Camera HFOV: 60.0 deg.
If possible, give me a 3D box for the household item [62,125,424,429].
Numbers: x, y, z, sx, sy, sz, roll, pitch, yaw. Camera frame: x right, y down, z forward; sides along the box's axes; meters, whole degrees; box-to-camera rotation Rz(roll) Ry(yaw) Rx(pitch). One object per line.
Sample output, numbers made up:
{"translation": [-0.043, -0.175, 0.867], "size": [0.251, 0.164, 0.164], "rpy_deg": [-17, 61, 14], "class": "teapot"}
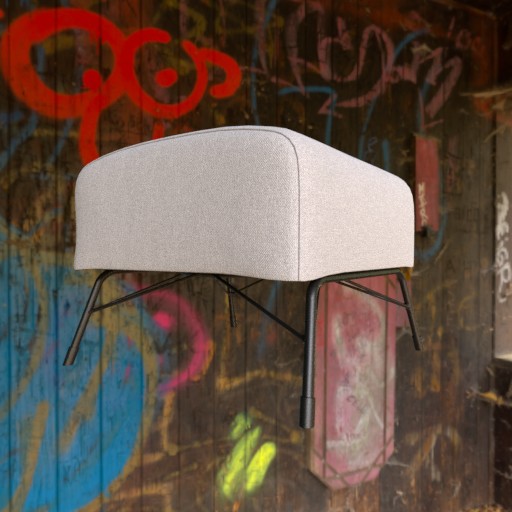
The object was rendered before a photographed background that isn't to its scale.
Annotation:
{"translation": [0.000, 0.000, 0.899], "size": [0.530, 0.410, 0.530], "rpy_deg": [0, 1, 35], "class": "household item"}
